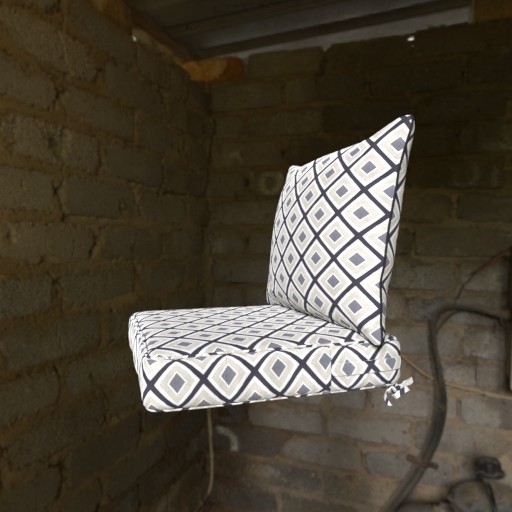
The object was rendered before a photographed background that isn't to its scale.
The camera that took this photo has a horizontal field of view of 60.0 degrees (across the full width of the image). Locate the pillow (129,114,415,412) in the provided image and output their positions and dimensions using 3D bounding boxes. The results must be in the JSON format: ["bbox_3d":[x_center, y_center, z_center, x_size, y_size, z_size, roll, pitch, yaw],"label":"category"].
[{"bbox_3d":[0.000,0.000,1.366,0.733,0.722,0.798,0,1,-19],"label":"pillow"}]
